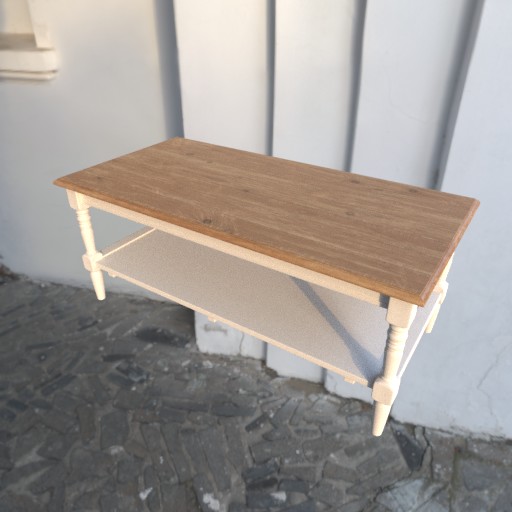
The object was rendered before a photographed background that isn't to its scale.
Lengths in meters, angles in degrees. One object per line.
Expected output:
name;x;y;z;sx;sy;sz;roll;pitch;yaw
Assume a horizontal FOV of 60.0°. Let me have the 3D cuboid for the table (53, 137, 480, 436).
table;0.000;0.000;1.400;1.118;0.458;0.559;19;36;28
